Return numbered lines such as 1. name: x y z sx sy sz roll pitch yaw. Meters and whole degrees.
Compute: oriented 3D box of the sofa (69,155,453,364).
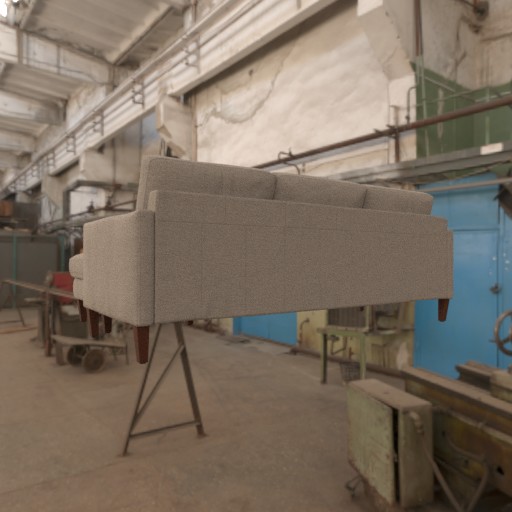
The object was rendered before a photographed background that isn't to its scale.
1. sofa: 0.000 0.000 2.937 2.178 0.875 1.506 0 0 -35
